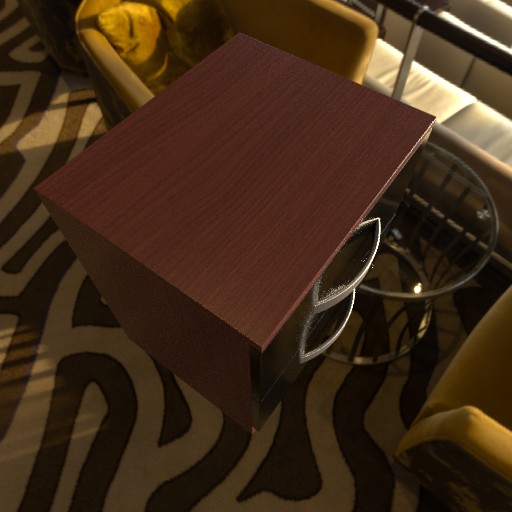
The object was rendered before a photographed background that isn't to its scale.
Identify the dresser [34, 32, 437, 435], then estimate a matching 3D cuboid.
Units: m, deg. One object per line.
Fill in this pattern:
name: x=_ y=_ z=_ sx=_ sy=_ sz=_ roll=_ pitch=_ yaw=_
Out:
dresser: x=0.000 y=0.000 z=0.752 sx=0.360 sy=0.470 sz=0.400 roll=32 pitch=63 yaw=19
